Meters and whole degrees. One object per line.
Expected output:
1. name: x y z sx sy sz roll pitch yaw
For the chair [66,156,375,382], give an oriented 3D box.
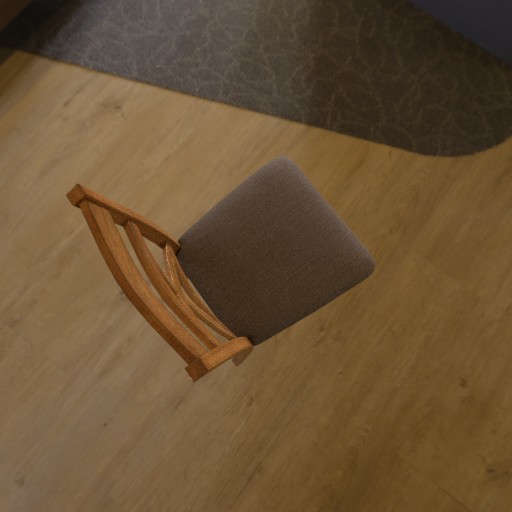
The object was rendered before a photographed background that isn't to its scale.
1. chair: 0.000 0.000 1.253 0.581 0.949 0.470 -36 79 -8
